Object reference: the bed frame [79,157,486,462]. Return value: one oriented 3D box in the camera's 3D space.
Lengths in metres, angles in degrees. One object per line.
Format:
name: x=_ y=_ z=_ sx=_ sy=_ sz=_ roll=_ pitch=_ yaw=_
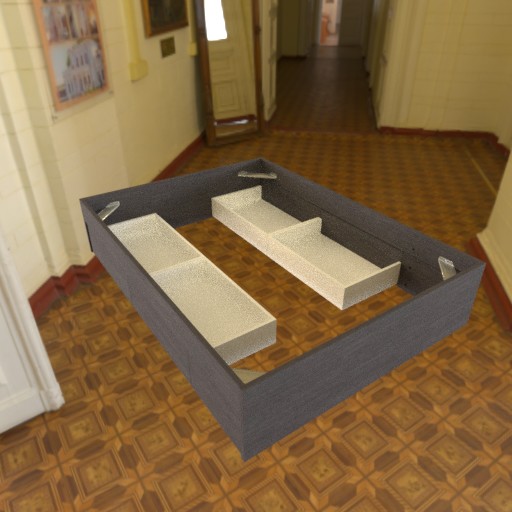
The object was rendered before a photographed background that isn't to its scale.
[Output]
bed frame: x=0.000 y=0.000 z=2.644 sx=1.448 sy=0.459 sz=1.944 roll=-20 pitch=36 yaw=-29
